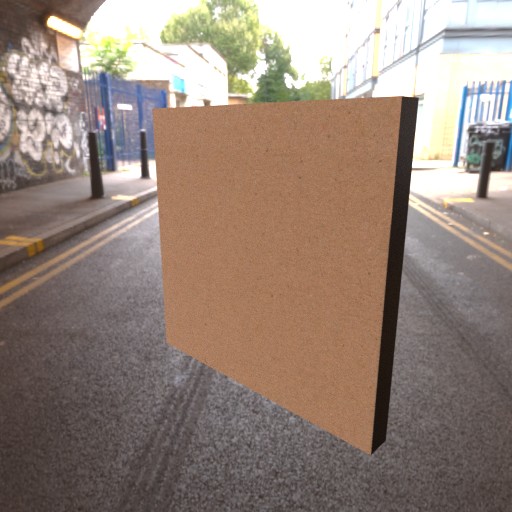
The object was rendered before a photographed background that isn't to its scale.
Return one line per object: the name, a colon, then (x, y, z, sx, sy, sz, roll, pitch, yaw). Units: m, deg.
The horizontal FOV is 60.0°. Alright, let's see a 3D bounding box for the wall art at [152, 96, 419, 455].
wall art: (0.000, 0.000, 0.491, 0.327, 0.318, 0.029, 15, 22, 42)
